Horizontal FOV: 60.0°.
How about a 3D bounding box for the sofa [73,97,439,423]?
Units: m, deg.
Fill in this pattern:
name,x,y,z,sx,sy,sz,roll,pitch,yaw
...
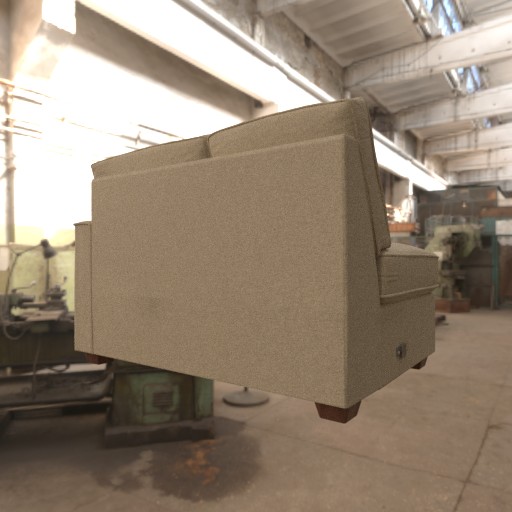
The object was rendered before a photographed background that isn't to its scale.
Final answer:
name,x,y,z,sx,sy,sz,roll,pitch,yaw
sofa,0.000,0.000,2.018,1.388,0.989,0.991,0,0,36
